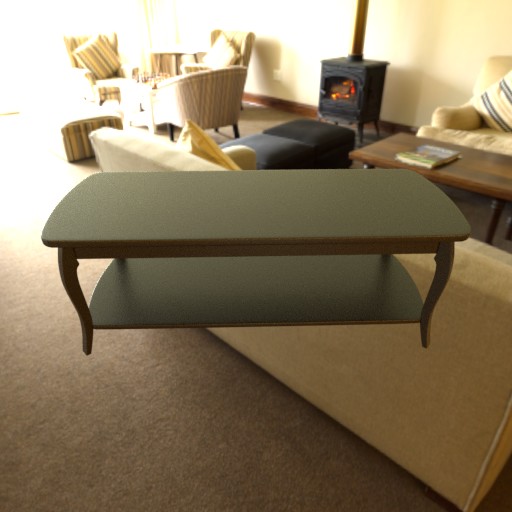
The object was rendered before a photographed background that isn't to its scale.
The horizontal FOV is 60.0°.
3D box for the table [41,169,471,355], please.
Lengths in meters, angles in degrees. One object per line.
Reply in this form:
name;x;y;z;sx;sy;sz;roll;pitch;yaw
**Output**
table;0.000;0.000;1.635;1.333;0.457;0.571;-1;31;-1
